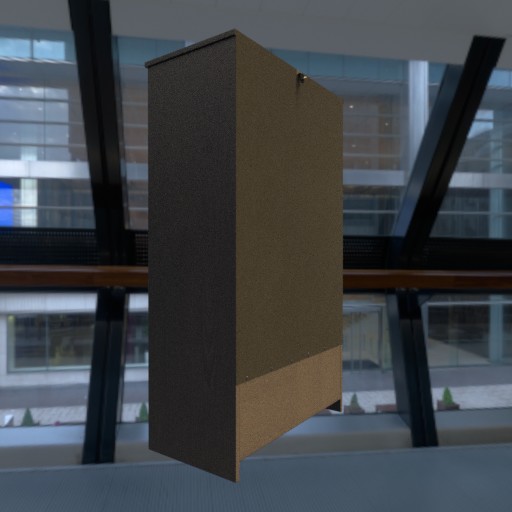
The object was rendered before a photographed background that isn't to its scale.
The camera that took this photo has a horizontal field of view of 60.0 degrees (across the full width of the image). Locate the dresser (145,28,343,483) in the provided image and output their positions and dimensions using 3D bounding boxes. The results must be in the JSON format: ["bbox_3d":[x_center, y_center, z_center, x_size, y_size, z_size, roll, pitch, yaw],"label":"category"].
[{"bbox_3d":[0.000,0.000,1.610,0.418,1.254,0.704,0,0,36],"label":"dresser"}]
